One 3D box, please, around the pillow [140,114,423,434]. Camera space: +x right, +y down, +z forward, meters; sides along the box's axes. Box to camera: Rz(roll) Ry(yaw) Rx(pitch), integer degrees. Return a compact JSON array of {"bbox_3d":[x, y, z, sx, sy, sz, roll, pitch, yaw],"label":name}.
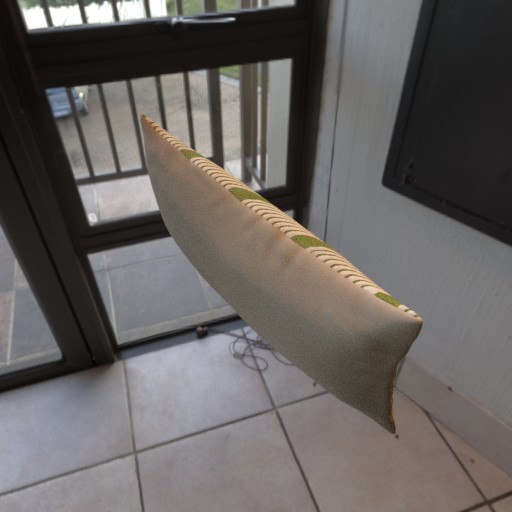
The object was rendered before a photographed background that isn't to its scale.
[{"bbox_3d":[0.000,0.000,0.717,0.156,0.292,0.608,-27,48,-27],"label":"pillow"}]
